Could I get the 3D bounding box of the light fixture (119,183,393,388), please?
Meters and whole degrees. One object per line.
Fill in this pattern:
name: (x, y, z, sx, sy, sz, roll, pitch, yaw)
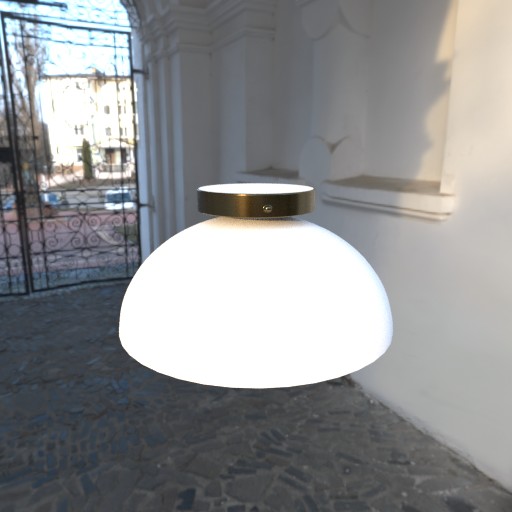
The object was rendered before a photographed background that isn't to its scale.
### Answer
light fixture: (0.000, 0.000, 0.580, 0.355, 0.177, 0.355, 0, 14, 0)
